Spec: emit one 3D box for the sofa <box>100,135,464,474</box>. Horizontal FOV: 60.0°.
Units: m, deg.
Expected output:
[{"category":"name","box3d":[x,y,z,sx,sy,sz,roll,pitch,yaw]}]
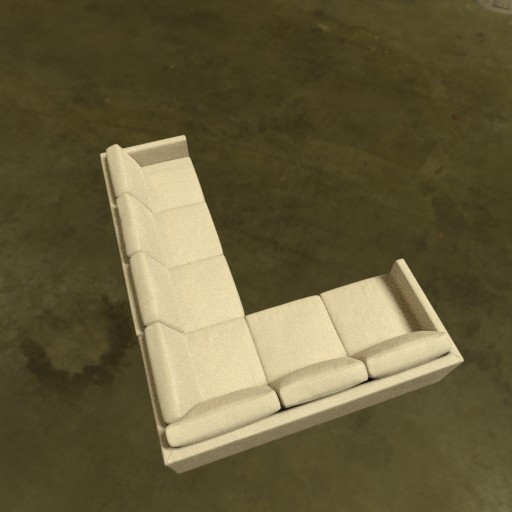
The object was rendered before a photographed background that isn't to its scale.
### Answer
[{"category":"sofa","box3d":[0.000,0.000,4.292,2.432,0.863,3.182,-16,59,-10]}]
